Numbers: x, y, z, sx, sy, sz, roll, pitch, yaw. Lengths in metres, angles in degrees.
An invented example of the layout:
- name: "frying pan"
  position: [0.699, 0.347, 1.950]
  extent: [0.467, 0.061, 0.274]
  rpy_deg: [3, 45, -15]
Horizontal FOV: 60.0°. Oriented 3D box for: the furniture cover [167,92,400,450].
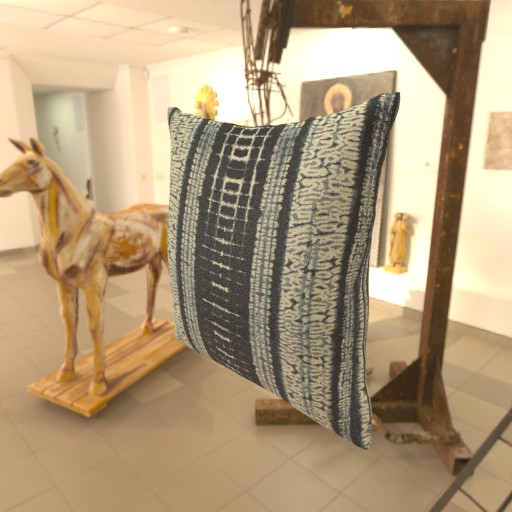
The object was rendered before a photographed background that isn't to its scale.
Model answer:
- name: "furniture cover"
  position: [0.000, 0.000, 0.657]
  extent: [0.133, 0.435, 0.425]
  rpy_deg: [-14, 21, -42]
